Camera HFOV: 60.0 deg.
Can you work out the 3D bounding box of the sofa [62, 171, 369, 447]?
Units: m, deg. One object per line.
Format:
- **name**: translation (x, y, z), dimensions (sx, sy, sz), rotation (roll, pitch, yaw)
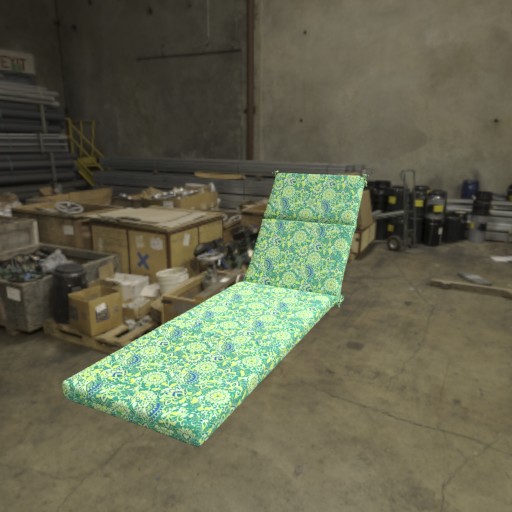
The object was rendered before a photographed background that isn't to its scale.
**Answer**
- **sofa**: translation (0.000, 0.000, 1.907), dimensions (0.582, 0.622, 1.663), rotation (7, 16, 26)
